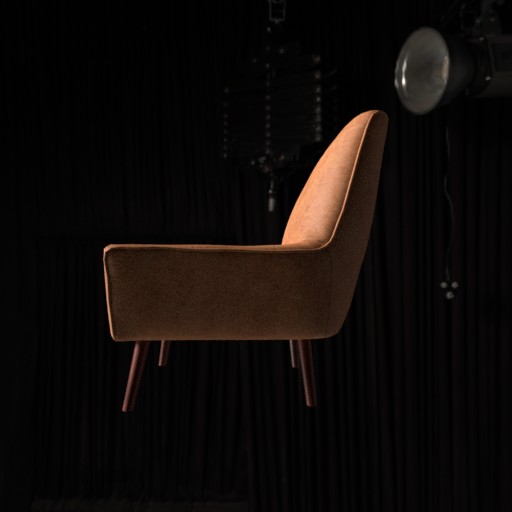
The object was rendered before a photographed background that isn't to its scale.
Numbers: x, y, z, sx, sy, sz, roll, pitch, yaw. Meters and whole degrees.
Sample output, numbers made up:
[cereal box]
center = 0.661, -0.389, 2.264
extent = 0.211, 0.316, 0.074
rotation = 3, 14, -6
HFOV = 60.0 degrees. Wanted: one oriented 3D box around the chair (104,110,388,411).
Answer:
[chair]
center = 0.000, 0.000, 1.536
extent = 0.851, 0.883, 0.753
rotation = 0, 0, -1
